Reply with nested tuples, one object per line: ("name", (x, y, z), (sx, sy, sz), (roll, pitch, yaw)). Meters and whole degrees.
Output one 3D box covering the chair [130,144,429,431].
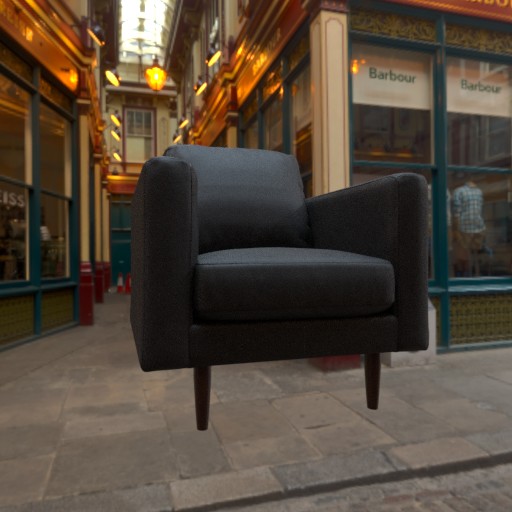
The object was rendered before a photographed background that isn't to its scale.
("chair", (0.000, 0.000, 1.558), (0.831, 0.898, 0.879), (0, 0, -18))
